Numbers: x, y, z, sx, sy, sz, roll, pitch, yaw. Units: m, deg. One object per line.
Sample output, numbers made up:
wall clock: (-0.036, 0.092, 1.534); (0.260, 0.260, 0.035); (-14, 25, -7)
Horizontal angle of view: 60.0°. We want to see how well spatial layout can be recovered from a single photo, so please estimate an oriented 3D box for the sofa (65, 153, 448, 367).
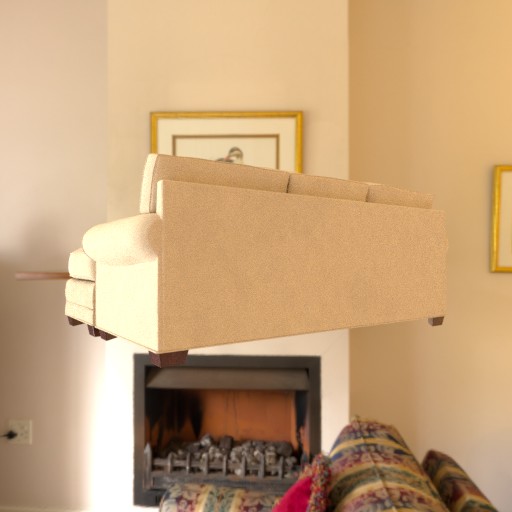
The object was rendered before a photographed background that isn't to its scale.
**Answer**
sofa: (0.000, 0.000, 2.380); (1.770, 0.734, 1.226); (0, 0, -36)
